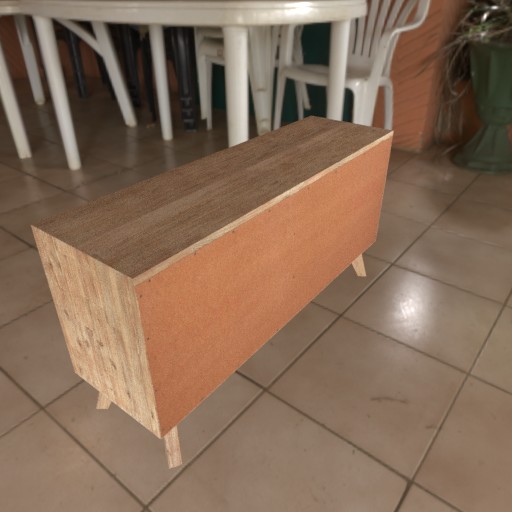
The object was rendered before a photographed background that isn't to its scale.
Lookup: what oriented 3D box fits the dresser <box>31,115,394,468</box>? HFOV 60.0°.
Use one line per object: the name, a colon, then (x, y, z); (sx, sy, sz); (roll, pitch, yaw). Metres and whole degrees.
dresser: (0.000, 0.000, 1.902); (0.455, 0.805, 1.554); (22, 38, 31)
